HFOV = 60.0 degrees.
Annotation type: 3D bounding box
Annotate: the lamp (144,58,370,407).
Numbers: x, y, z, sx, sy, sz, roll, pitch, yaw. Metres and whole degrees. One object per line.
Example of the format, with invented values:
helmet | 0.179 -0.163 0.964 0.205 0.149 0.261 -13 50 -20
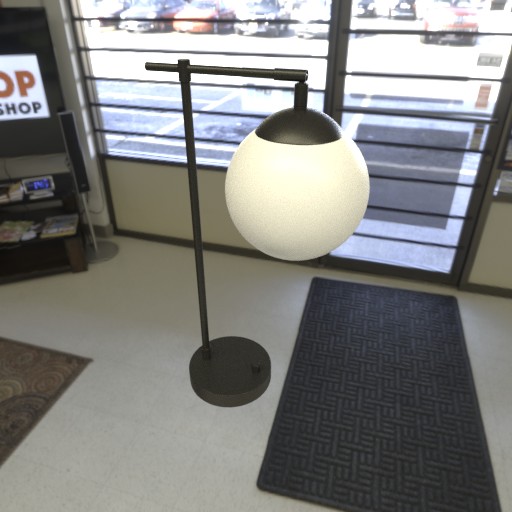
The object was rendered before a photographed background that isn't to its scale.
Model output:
lamp | 0.000 0.000 0.694 0.316 0.559 0.197 11 33 17
